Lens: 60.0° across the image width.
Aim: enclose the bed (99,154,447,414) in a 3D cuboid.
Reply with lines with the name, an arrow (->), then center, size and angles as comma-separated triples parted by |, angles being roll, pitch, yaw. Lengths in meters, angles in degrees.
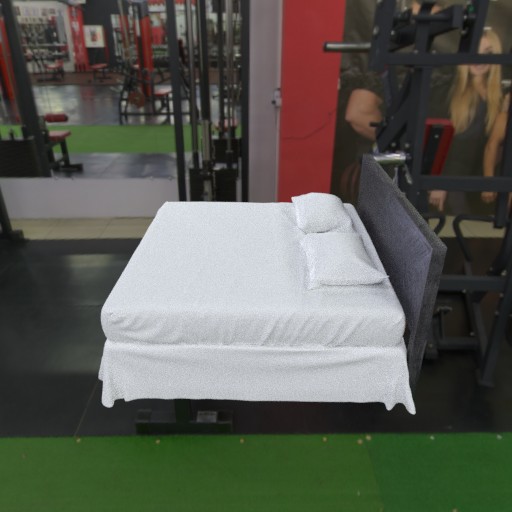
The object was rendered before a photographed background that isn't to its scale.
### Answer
bed -> 0.000, 0.000, 3.586 | 2.165, 1.158, 2.255 | 1, 27, 1
